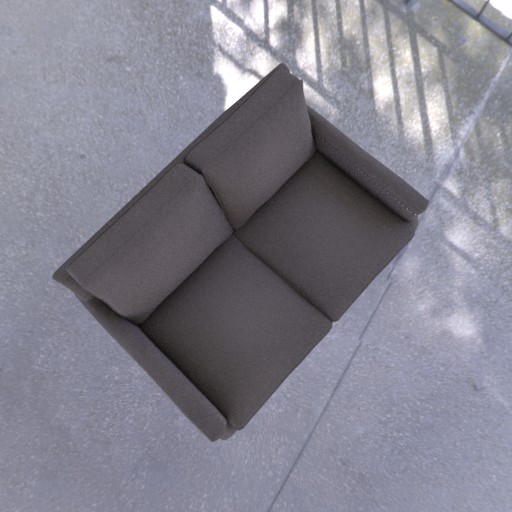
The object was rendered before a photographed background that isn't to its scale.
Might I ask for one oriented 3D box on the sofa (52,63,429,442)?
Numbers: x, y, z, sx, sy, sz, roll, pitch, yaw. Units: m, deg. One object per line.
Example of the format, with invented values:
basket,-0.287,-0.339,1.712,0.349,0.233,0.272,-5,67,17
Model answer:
sofa,0.000,0.000,2.320,1.084,1.003,1.597,42,79,10
